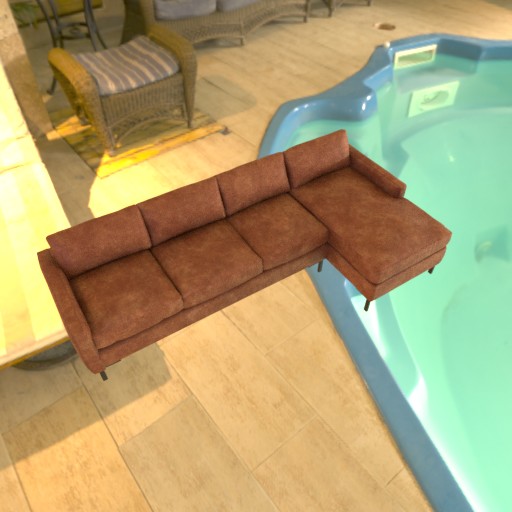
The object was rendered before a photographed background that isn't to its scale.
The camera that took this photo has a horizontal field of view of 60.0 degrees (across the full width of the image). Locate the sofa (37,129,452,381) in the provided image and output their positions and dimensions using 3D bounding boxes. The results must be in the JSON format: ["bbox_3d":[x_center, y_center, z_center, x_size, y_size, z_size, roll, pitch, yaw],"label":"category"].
[{"bbox_3d":[0.000,0.000,3.584,2.993,0.859,1.471,-25,51,-22],"label":"sofa"}]
